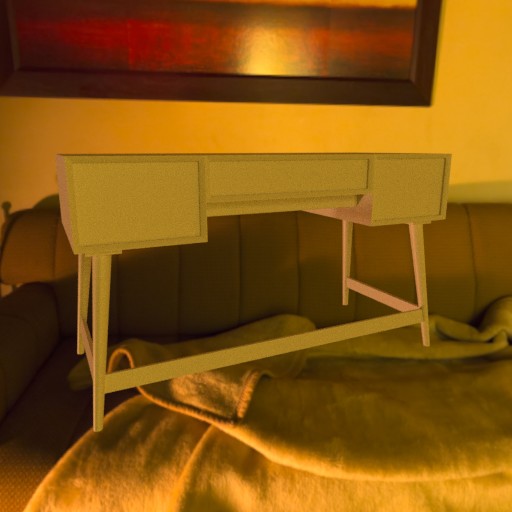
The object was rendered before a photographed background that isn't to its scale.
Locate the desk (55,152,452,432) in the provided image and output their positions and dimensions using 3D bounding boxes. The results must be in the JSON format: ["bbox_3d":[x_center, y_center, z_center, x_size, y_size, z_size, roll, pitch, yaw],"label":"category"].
[{"bbox_3d":[0.000,0.000,1.695,1.313,0.762,0.589,-7,15,-25],"label":"desk"}]
